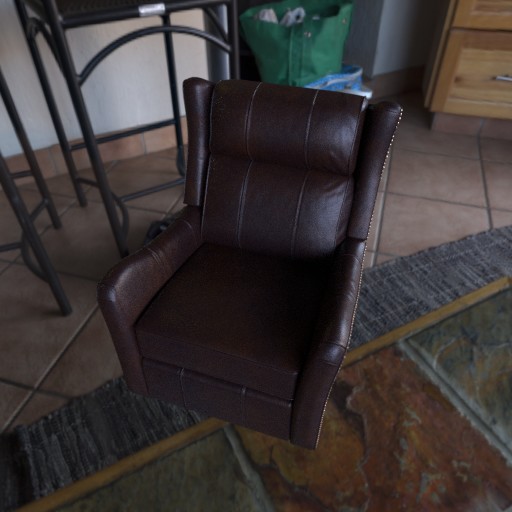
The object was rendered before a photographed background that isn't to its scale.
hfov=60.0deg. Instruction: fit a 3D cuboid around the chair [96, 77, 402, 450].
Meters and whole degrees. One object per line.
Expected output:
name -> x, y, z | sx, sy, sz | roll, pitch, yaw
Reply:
chair -> 0.000, 0.000, 1.783 | 0.869, 1.084, 1.008 | 13, 43, 14
